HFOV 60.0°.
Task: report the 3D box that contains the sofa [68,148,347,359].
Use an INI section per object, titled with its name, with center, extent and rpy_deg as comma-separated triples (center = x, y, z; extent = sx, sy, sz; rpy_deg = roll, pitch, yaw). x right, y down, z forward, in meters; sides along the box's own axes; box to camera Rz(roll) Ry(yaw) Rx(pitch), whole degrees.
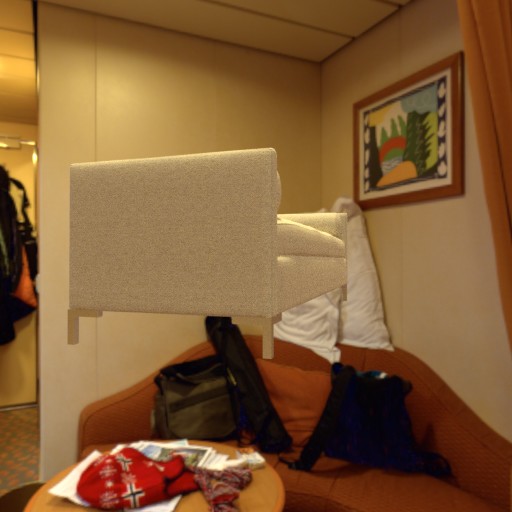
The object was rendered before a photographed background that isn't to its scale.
[sofa]
center = 0.000, 0.000, 2.470
extent = 0.797, 0.655, 2.102
rpy_deg = 0, -1, 18
